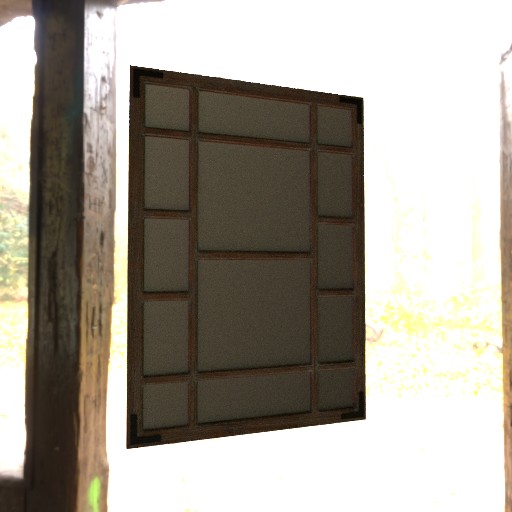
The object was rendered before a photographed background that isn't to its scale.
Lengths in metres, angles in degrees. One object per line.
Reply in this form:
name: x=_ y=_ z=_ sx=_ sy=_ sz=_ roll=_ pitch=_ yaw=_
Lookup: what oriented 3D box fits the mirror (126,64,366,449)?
mirror: x=0.000 y=0.000 z=1.264 sx=0.705 sy=0.996 sz=0.025 roll=1 pitch=-2 yaw=-18
